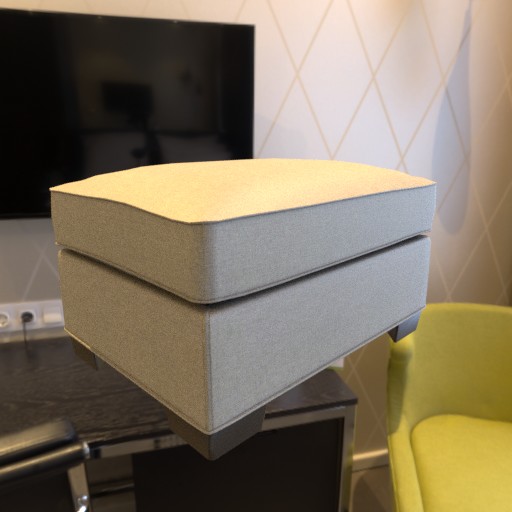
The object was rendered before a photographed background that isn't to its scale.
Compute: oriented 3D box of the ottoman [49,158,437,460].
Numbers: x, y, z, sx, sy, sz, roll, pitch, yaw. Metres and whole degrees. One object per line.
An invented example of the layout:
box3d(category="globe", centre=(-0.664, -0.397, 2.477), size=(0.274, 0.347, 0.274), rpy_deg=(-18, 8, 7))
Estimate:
box3d(category="ottoman", centre=(0.000, 0.000, 1.201), size=(0.843, 0.504, 0.619), rpy_deg=(-15, 21, -43))
